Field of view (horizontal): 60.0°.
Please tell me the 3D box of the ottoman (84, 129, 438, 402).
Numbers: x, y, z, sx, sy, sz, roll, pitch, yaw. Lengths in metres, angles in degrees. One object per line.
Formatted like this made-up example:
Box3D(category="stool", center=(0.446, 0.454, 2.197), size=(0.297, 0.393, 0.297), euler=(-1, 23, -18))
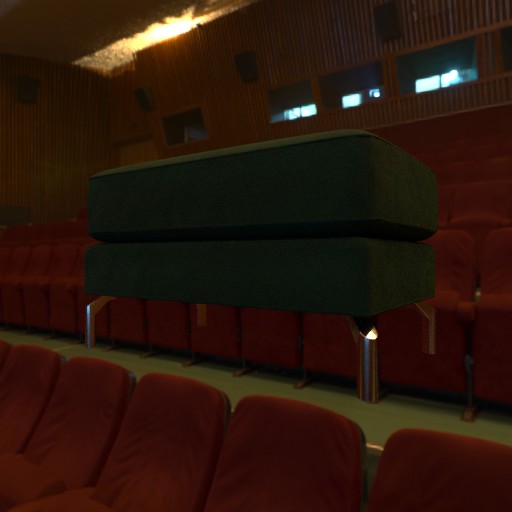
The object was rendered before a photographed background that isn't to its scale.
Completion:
Box3D(category="ottoman", center=(0.000, 0.000, 1.259), size=(0.886, 0.533, 0.536), euler=(0, 0, 35))
